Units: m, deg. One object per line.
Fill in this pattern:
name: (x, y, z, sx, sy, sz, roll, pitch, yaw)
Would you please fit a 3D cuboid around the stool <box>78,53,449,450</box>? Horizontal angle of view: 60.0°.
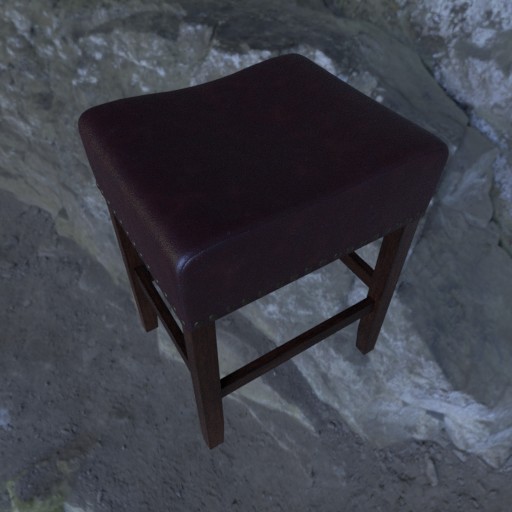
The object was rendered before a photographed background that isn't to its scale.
stool: (0.000, 0.000, 0.908, 0.465, 0.608, 0.397, -25, 52, -21)
